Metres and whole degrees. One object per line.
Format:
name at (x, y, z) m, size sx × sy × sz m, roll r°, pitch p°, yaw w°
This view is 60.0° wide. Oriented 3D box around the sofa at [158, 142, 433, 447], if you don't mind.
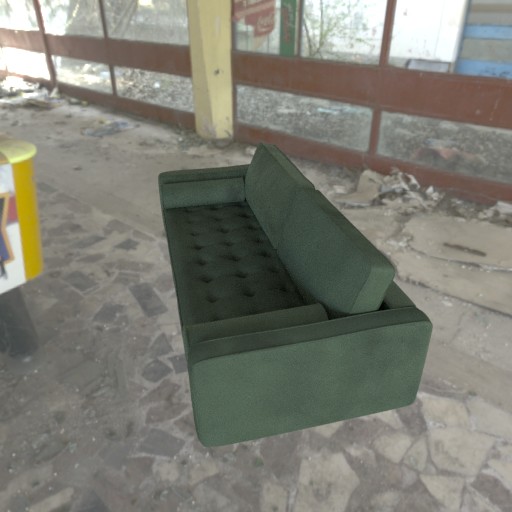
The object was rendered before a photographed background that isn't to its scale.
sofa at (0.000, 0.000, 2.398) m, size 0.916 × 0.772 × 1.880 m, roll -7°, pitch 31°, yaw -12°
